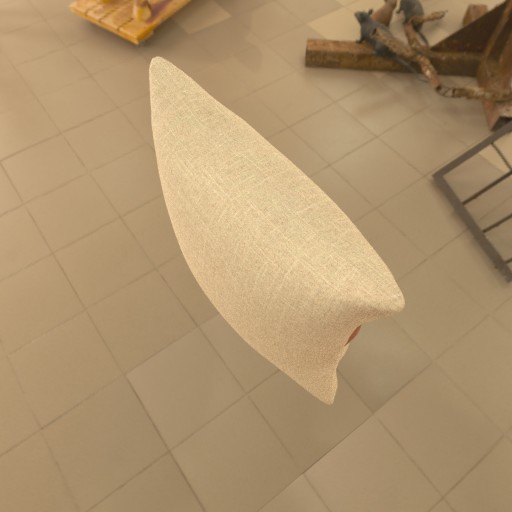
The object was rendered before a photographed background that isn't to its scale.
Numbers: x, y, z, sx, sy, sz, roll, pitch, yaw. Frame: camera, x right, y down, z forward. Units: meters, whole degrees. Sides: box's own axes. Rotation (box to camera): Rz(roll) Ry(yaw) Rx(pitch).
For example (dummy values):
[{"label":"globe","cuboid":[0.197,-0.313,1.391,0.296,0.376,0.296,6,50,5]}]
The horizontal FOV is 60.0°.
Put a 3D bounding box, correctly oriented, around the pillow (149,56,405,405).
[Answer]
[{"label":"pillow","cuboid":[0.000,0.000,0.626,0.173,0.399,0.414,-33,65,-18]}]
